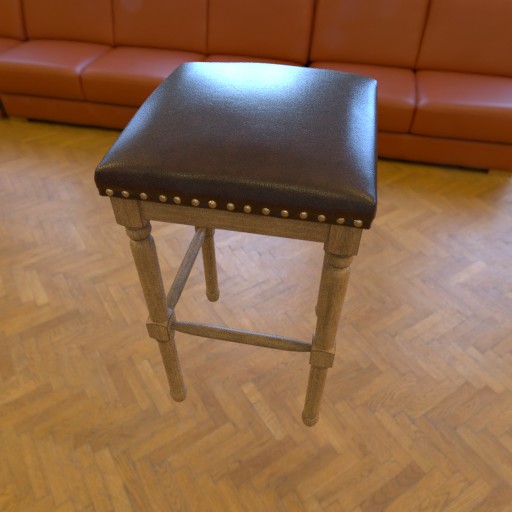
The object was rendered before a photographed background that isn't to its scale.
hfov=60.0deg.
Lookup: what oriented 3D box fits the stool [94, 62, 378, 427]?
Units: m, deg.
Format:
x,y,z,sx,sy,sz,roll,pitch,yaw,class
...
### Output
x,y,z,sx,sy,sz,roll,pitch,yaw,class
0.000,0.000,0.912,0.382,0.702,0.383,8,45,8,stool
